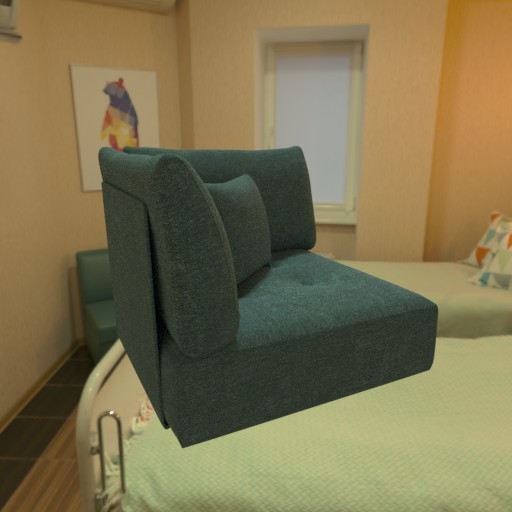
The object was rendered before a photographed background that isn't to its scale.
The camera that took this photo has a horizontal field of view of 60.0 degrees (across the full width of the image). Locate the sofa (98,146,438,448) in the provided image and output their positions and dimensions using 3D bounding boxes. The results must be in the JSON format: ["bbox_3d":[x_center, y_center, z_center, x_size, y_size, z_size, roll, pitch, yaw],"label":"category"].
[{"bbox_3d":[0.000,0.000,1.716,1.000,0.820,1.000,-7,16,-26],"label":"sofa"}]
